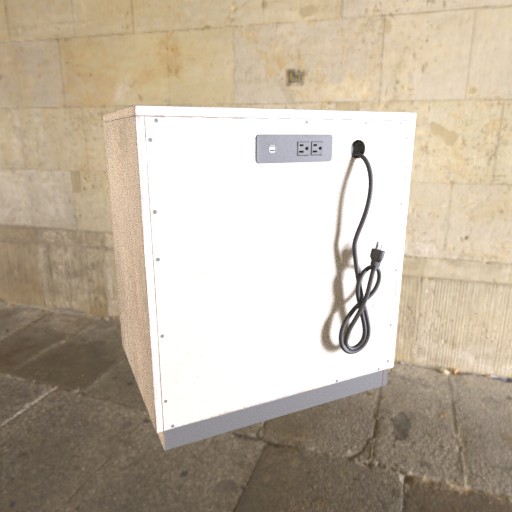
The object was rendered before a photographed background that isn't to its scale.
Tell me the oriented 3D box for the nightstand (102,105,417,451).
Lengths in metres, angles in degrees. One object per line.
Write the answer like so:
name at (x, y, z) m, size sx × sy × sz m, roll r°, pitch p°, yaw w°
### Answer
nightstand at (0.000, 0.000, 1.095) m, size 0.612 × 0.673 × 0.483 m, roll -7°, pitch 17°, yaw -24°
